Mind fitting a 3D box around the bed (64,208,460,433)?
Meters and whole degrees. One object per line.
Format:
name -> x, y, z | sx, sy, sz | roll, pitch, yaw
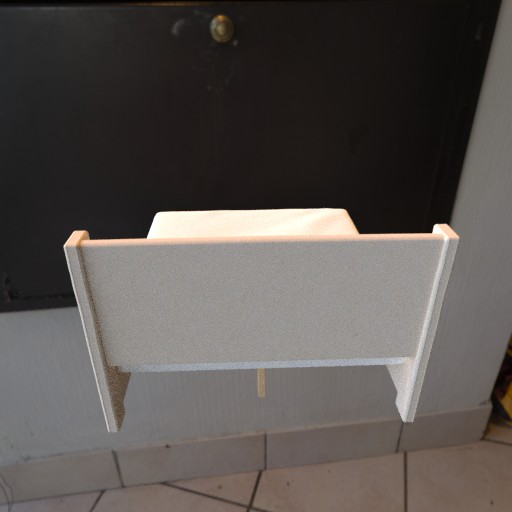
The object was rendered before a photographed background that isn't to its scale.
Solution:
bed -> 0.000, 0.000, 3.728 | 2.145, 1.471, 2.293 | -1, 30, -2
